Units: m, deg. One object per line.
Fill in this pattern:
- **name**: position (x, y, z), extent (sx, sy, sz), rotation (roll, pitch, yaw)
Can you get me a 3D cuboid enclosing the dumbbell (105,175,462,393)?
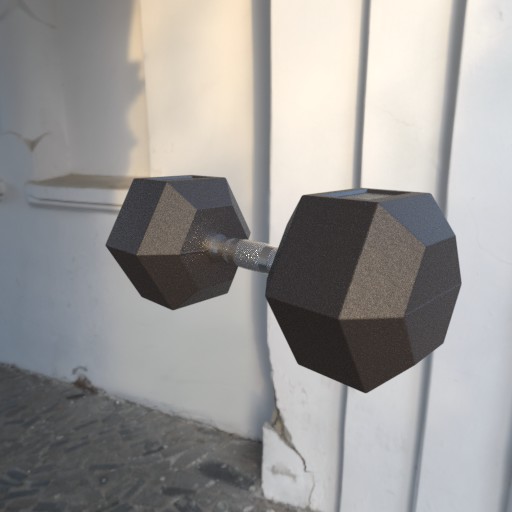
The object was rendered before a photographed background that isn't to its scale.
- **dumbbell**: position (0.000, 0.000, 0.468), extent (0.384, 0.150, 0.173), rotation (13, 19, 43)
